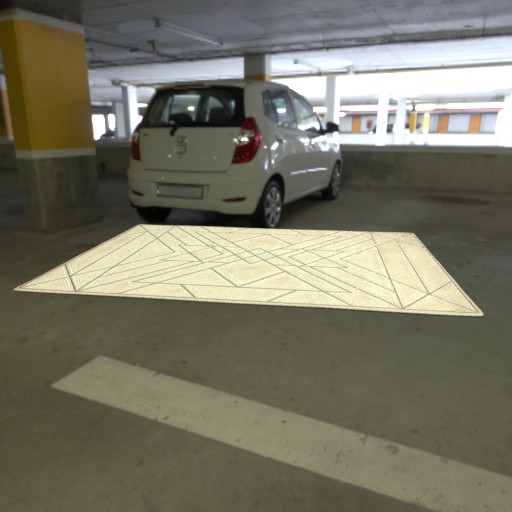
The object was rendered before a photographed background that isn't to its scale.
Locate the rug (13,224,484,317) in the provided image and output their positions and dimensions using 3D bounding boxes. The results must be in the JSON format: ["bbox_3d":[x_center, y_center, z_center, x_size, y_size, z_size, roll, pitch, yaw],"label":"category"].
[{"bbox_3d":[0.000,0.000,4.275,3.381,0.026,2.436,2,16,8],"label":"rug"}]
